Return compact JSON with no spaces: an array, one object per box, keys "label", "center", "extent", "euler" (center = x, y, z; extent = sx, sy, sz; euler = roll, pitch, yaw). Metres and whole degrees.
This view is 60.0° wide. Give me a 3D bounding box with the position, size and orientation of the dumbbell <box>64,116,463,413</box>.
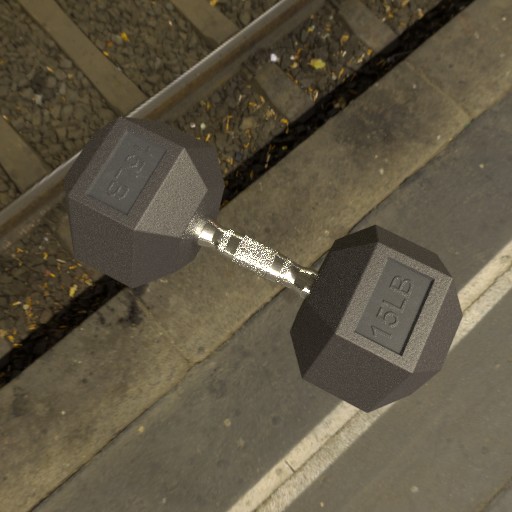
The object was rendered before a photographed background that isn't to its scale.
[{"label":"dumbbell","center":[0.000,0.000,0.318],"extent":[0.271,0.106,0.122],"euler":[27,78,6]}]
